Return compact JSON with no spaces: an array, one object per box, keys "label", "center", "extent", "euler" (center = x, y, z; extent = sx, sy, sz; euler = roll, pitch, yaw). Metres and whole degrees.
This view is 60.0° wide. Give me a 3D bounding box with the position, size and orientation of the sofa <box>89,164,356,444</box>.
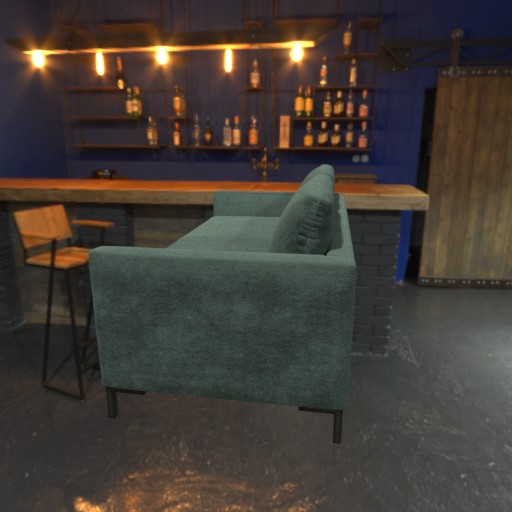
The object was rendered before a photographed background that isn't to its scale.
[{"label":"sofa","center":[0.000,0.000,2.189],"extent":[0.875,0.817,1.676],"euler":[3,15,9]}]
